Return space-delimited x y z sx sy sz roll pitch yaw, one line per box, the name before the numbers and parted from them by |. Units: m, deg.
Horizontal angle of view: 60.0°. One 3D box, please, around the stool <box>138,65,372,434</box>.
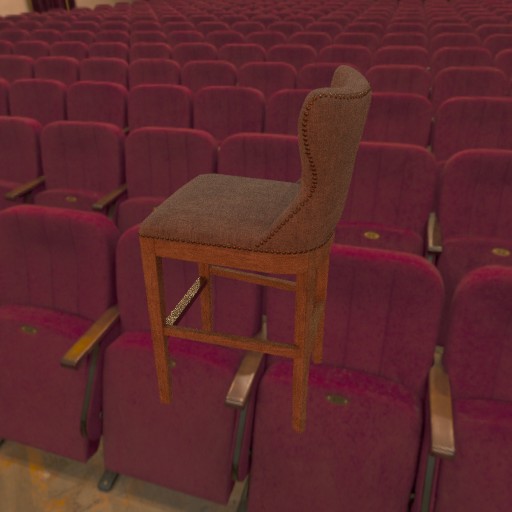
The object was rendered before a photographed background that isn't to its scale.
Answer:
stool | 0.000 0.000 1.451 0.606 1.123 0.494 9 31 15
